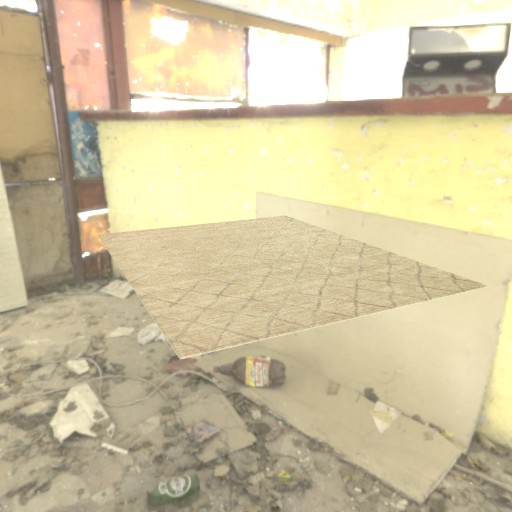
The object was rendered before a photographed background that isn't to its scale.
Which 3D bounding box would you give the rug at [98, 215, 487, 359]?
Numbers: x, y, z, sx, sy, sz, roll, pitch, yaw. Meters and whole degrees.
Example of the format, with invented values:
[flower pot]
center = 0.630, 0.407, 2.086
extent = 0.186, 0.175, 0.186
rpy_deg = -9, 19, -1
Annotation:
[rug]
center = 0.000, 0.000, 4.160
extent = 2.420, 0.019, 3.038
rpy_deg = -8, 18, -25
